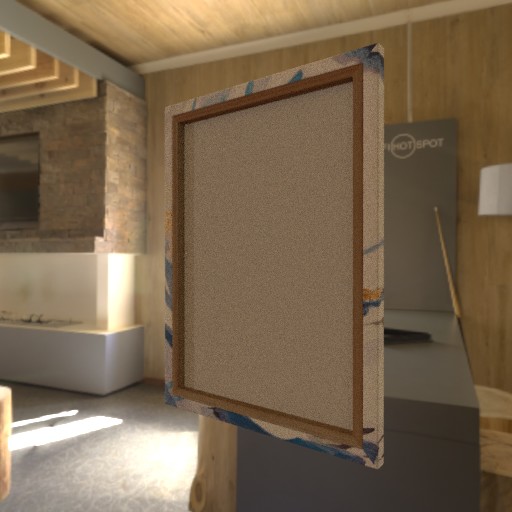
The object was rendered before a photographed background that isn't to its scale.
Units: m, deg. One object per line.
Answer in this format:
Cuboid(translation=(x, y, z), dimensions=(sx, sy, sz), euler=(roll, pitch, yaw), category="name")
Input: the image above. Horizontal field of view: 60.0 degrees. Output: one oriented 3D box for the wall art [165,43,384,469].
Cuboid(translation=(0.000, 0.000, 1.298), dimensions=(0.761, 1.015, 0.038), euler=(0, 0, 38), category="wall art")
